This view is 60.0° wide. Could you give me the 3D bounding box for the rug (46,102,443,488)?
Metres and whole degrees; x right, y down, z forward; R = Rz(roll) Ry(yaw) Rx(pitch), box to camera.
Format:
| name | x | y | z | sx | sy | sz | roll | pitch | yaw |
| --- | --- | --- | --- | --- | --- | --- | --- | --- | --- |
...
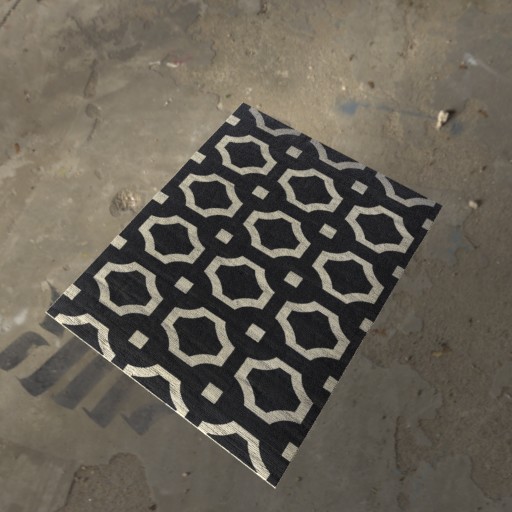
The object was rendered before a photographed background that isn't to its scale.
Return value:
| name | x | y | z | sx | sy | sz | roll | pitch | yaw |
| --- | --- | --- | --- | --- | --- | --- | --- | --- | --- |
| rug | 0.000 | 0.000 | 4.200 | 2.466 | 0.021 | 3.049 | 32 | 68 | 14 |
